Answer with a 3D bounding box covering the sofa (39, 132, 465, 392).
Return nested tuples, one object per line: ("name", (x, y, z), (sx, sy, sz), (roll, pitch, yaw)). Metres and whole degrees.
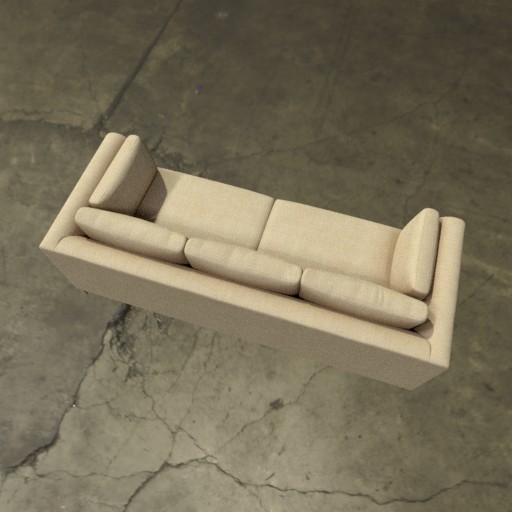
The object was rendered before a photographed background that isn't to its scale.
("sofa", (0.000, 0.000, 2.957), (2.415, 0.867, 0.969), (16, 64, 8))
